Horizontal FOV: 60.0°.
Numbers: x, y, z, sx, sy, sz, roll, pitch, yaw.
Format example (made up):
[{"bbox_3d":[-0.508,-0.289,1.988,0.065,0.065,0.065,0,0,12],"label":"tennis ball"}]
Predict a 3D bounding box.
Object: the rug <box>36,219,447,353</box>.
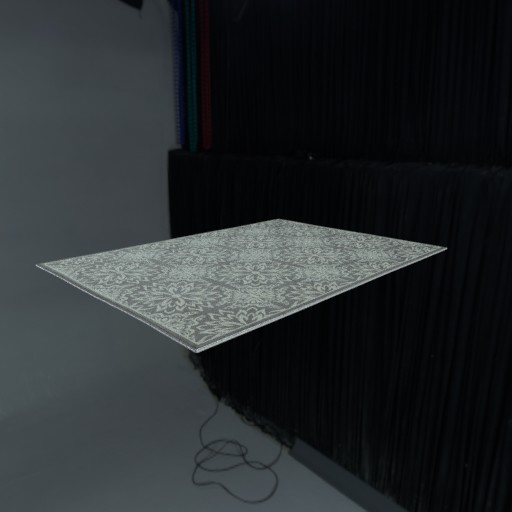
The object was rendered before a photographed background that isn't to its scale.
[{"bbox_3d":[0.000,0.000,2.920,2.213,0.014,1.608,-15,21,-43],"label":"rug"}]
